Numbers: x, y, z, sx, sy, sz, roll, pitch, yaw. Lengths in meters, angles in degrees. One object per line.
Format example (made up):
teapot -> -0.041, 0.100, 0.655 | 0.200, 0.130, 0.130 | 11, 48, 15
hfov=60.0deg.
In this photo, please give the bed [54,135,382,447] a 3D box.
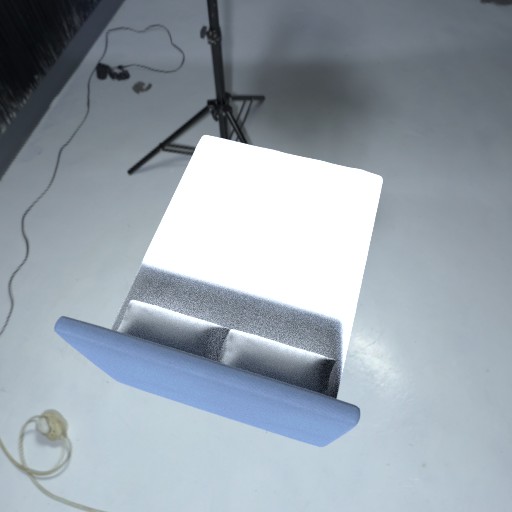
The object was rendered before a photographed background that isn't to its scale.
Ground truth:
bed -> 0.000, 0.000, 3.273 | 1.713, 1.330, 2.162 | 15, 63, 8
